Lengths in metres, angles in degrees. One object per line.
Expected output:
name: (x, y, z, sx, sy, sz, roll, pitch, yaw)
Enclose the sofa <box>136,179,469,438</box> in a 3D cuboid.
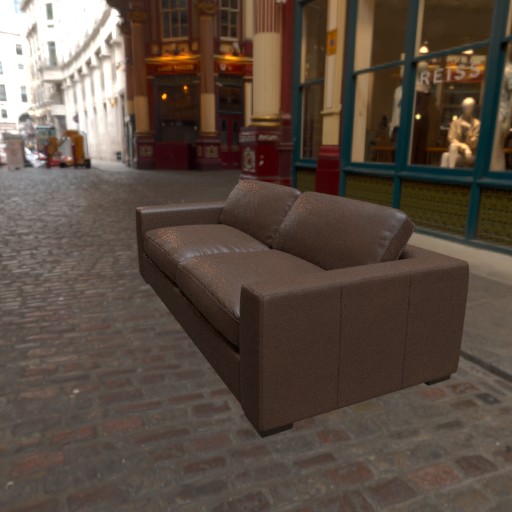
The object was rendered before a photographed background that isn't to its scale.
sofa: (0.000, 0.000, 2.757, 1.070, 0.801, 2.262, -7, 17, -25)
